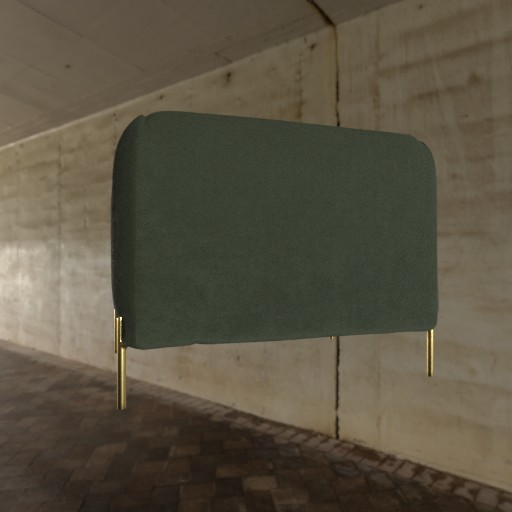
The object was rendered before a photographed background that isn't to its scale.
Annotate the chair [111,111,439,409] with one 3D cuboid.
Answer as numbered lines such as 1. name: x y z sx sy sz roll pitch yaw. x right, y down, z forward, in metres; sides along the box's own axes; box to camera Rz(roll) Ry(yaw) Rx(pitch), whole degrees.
1. chair: 0.000 0.000 1.659 1.032 0.794 0.877 0 0 -18
